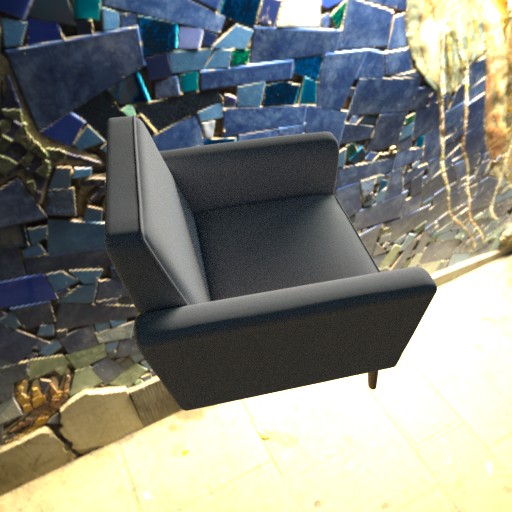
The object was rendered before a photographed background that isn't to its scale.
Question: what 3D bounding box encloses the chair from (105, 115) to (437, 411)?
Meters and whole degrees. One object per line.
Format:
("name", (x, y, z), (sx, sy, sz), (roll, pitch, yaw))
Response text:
("chair", (0.000, 0.000, 1.400), (0.750, 0.780, 0.780), (-9, 45, -9))
